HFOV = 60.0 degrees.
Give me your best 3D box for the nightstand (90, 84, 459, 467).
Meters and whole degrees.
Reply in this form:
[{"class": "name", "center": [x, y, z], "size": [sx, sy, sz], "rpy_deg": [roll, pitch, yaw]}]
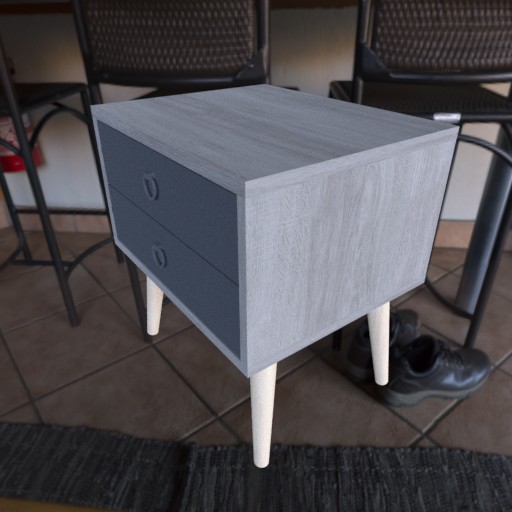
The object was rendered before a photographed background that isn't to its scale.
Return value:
[{"class": "nightstand", "center": [0.000, 0.000, 0.808], "size": [0.380, 0.500, 0.450], "rpy_deg": [-20, 36, -31]}]
